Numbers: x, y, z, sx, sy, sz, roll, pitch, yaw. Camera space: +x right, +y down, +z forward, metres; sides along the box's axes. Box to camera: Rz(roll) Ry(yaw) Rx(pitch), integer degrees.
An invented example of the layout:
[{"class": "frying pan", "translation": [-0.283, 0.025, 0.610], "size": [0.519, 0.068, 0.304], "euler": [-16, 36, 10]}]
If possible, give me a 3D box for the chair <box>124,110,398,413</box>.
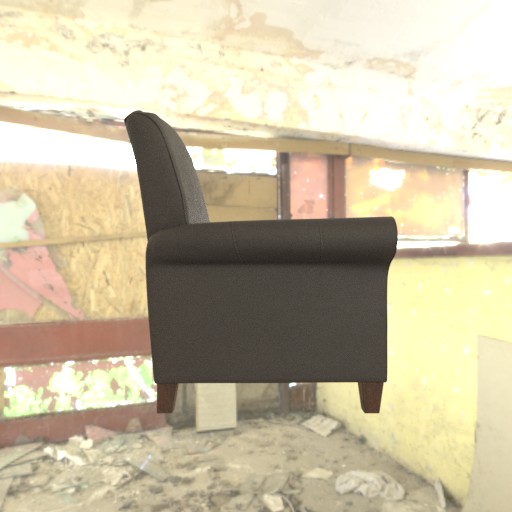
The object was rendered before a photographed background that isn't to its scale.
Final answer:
[{"class": "chair", "translation": [0.000, 0.000, 1.841], "size": [0.902, 1.061, 0.978], "euler": [0, -1, 0]}]
